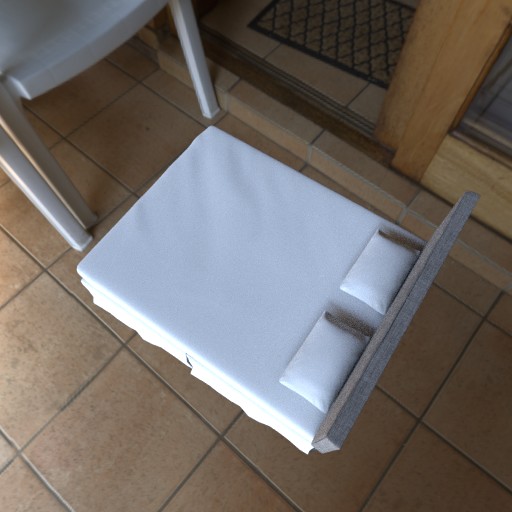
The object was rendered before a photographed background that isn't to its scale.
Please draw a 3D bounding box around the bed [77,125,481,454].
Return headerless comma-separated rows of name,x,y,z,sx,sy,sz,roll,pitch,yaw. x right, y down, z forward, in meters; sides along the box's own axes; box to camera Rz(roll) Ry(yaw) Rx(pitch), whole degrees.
bed,0.000,0.000,2.951,1.958,1.168,1.621,32,68,14
